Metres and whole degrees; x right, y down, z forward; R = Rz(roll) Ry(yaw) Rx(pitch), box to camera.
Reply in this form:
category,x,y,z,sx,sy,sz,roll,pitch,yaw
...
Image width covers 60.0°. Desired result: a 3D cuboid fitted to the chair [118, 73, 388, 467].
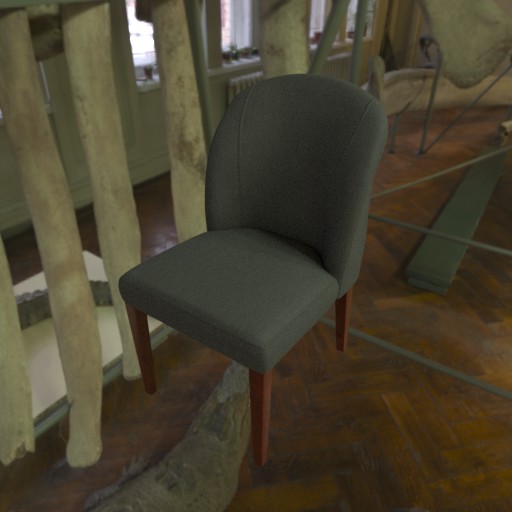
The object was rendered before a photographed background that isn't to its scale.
category,x,y,z,sx,sy,sz,roll,pitch,yaw
chair,0.000,0.000,1.253,0.506,0.879,0.619,20,37,29
